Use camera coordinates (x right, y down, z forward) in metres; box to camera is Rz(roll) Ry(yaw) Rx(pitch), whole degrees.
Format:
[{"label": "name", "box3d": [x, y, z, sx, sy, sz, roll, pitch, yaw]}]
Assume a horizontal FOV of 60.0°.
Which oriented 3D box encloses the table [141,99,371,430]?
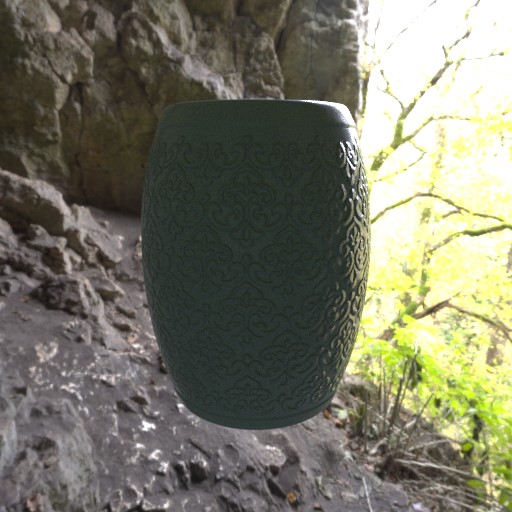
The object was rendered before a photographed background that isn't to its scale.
[{"label": "table", "box3d": [0.000, 0.000, 0.620, 0.309, 0.397, 0.309, 0, 14, 0]}]
